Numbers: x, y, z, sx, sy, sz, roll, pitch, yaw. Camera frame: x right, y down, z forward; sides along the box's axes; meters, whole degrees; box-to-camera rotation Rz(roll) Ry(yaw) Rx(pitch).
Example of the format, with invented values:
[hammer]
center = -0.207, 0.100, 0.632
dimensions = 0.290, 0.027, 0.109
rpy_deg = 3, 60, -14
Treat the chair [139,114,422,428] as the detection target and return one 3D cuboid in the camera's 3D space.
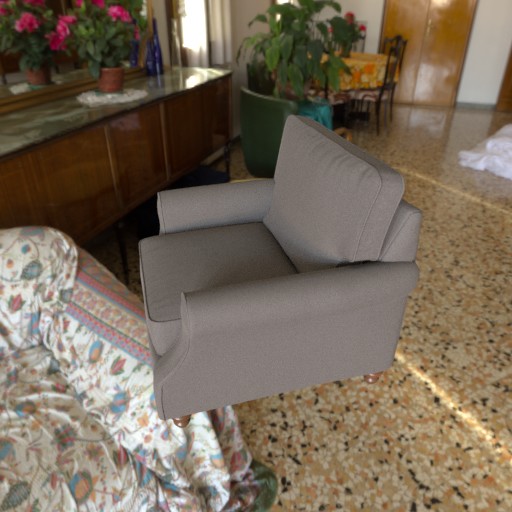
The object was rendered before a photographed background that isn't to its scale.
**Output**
[chair]
center = 0.000, 0.000, 1.857
dimensions = 0.966, 0.967, 1.029
rpy_deg = -8, 31, -14
